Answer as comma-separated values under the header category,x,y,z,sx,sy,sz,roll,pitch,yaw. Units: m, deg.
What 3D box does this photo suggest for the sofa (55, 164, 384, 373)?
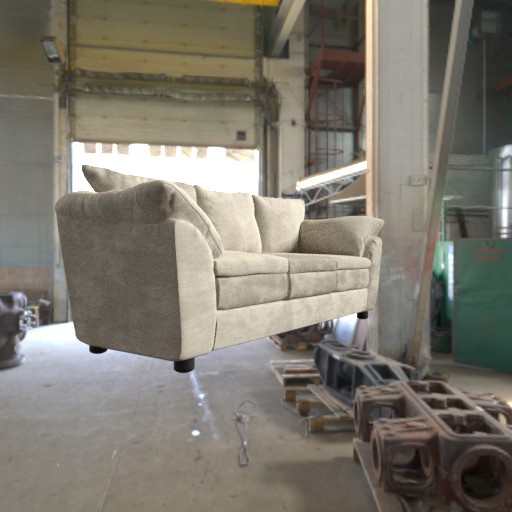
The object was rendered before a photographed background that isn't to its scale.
category,x,y,z,sx,sy,sz,roll,pitch,yaw
sofa,0.000,0.000,2.876,0.893,0.981,2.377,0,0,36
